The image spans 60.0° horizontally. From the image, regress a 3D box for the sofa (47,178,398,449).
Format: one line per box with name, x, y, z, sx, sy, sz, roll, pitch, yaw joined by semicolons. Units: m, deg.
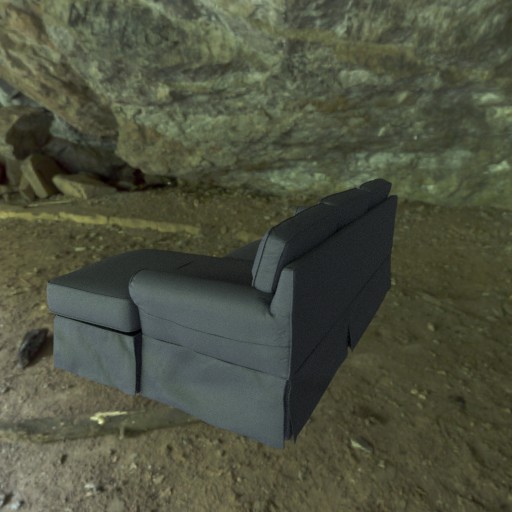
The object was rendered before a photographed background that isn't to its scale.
sofa;0.000;0.000;3.318;1.637;1.039;2.518;8;18;26
